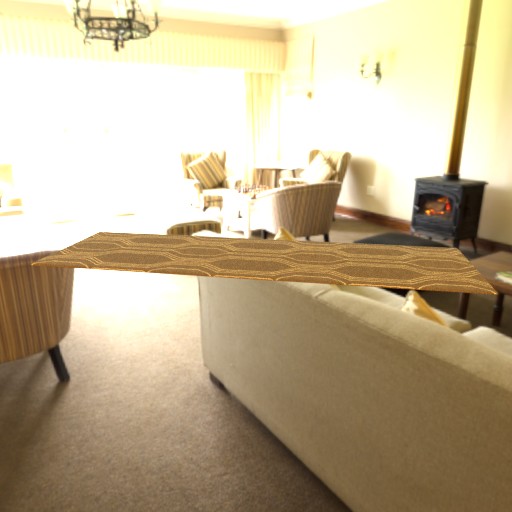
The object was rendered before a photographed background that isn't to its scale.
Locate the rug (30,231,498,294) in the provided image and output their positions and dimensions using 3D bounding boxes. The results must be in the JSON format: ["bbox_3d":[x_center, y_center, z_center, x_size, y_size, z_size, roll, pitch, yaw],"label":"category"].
[{"bbox_3d":[0.000,0.000,2.664,2.464,0.012,0.773,3,18,10],"label":"rug"}]
